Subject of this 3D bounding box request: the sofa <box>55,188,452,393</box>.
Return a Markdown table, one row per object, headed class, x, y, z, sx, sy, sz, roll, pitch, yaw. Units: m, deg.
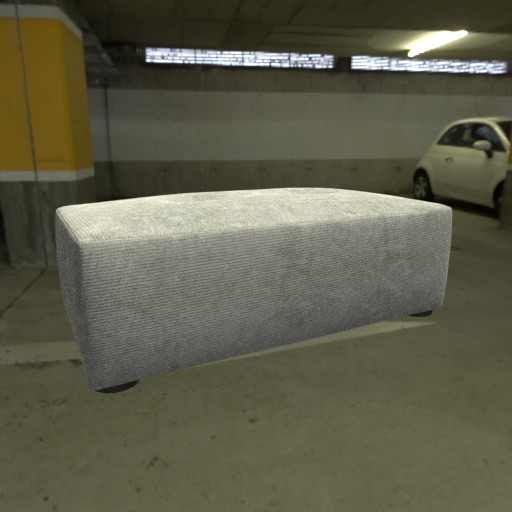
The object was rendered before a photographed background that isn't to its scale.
| class | x | y | z | sx | sy | sz | roll | pitch | yaw |
| --- | --- | --- | --- | --- | --- | --- | --- | --- | --- |
| sofa | 0.000 | 0.000 | 1.163 | 0.930 | 0.330 | 0.480 | -7 | 16 | -27 |
